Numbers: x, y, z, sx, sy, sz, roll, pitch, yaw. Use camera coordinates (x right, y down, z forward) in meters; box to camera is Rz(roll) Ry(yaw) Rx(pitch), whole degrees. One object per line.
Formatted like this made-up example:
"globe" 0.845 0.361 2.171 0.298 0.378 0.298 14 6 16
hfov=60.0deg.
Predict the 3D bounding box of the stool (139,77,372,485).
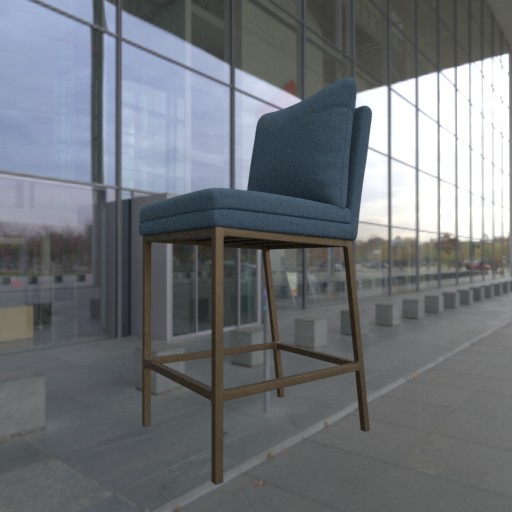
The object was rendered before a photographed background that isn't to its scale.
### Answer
"stool" 0.000 0.000 1.334 0.568 1.032 0.463 0 -1 -35
